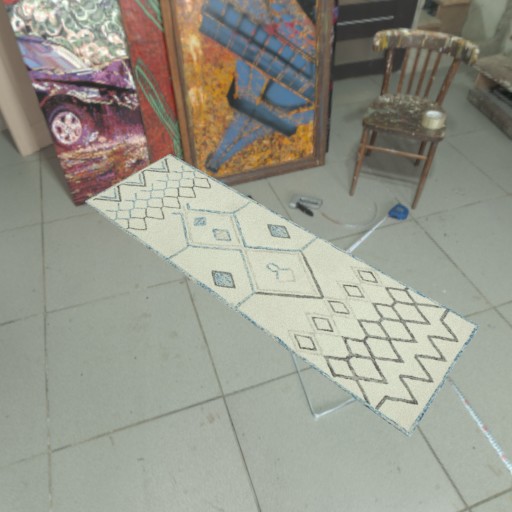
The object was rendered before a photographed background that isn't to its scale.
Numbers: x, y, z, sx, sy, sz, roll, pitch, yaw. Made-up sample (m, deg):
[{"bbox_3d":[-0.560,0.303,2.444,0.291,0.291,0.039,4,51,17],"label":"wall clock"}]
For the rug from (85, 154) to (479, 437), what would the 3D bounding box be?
[{"bbox_3d":[0.000,0.000,2.670,2.434,0.013,0.770,32,54,27],"label":"rug"}]
